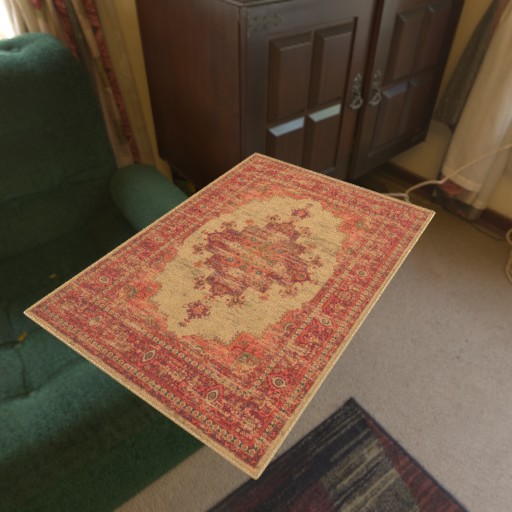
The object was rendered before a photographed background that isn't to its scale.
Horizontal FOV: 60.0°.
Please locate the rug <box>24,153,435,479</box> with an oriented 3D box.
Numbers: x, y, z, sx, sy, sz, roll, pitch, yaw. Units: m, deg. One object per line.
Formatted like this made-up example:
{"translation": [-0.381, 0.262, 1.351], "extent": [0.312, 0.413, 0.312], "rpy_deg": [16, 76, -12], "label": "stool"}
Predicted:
{"translation": [0.000, 0.000, 2.779], "extent": [1.555, 0.011, 2.232], "rpy_deg": [24, 46, 26], "label": "rug"}
